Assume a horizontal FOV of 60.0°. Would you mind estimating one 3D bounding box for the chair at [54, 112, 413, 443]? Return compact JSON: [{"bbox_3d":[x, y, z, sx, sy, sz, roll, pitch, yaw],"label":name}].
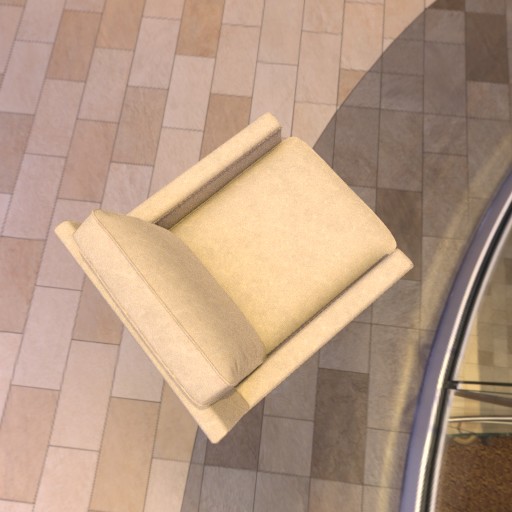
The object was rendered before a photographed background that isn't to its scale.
[{"bbox_3d":[0.000,0.000,1.746,1.014,0.943,0.853,-39,78,-9],"label":"chair"}]
